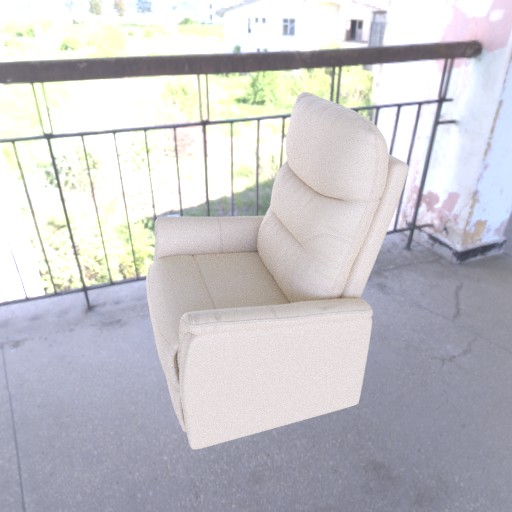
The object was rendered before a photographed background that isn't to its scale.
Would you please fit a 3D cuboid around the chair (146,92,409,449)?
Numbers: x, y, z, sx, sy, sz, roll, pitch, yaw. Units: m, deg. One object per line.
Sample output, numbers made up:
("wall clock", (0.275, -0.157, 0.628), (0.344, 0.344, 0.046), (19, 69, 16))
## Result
("chair", (0.000, 0.000, 1.683), (0.831, 1.082, 0.775), (-9, 31, -16))
